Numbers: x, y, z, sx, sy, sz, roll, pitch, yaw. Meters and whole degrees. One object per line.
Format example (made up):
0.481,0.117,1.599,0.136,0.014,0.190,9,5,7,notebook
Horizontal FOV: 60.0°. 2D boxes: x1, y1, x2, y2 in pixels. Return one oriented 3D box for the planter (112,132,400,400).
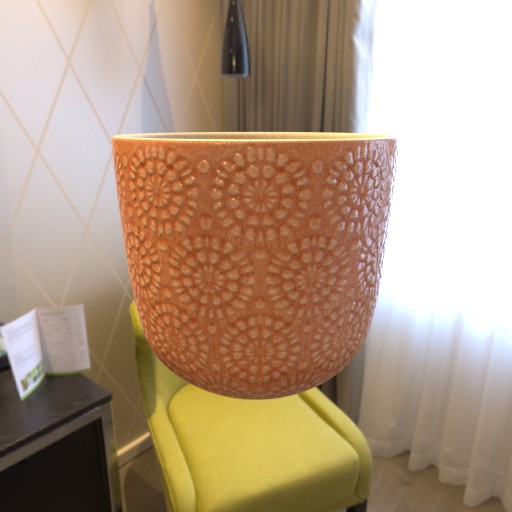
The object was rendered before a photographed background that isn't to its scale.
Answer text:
0.000,0.000,0.360,0.208,0.190,0.208,0,17,0,planter
